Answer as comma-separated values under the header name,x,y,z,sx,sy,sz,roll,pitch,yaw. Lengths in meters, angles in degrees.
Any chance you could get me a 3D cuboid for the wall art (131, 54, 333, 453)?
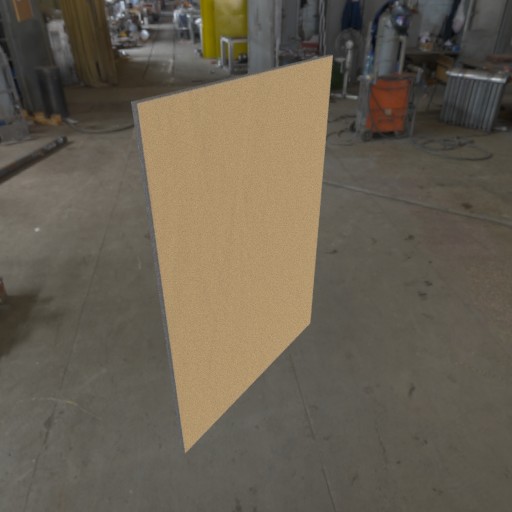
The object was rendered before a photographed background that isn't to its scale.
name,x,y,z,sx,sy,sz,roll,pitch,yaw
wall art,0.000,0.000,1.442,0.016,1.116,0.810,21,38,30
